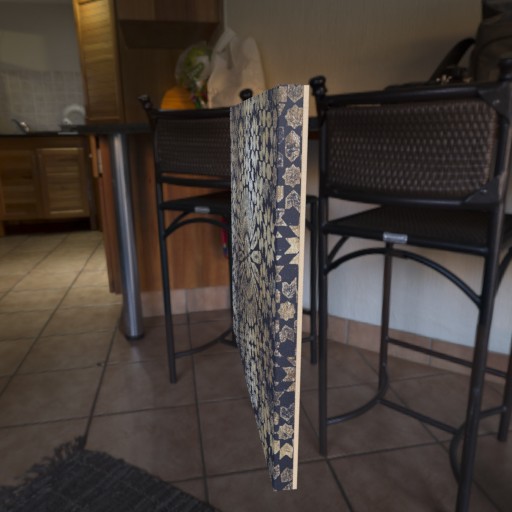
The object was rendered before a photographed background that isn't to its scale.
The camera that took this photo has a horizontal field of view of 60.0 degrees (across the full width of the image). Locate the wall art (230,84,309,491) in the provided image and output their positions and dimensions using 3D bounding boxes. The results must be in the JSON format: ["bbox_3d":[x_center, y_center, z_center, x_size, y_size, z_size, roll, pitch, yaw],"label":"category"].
[{"bbox_3d":[0.000,0.000,0.918,0.038,0.612,0.612,-2,16,-8],"label":"wall art"}]
